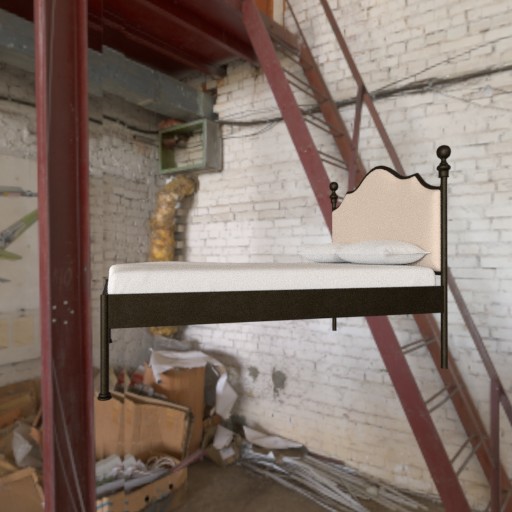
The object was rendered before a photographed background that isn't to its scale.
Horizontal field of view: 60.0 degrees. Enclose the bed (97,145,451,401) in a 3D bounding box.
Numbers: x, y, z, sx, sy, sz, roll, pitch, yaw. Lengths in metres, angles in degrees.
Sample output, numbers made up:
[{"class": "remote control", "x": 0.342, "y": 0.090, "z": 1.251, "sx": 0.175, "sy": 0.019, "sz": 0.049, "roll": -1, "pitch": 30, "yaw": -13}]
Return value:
[{"class": "bed", "x": 0.000, "y": 0.000, "z": 3.370, "sx": 2.224, "sy": 1.499, "sz": 1.642, "roll": 0, "pitch": 0, "yaw": -18}]
